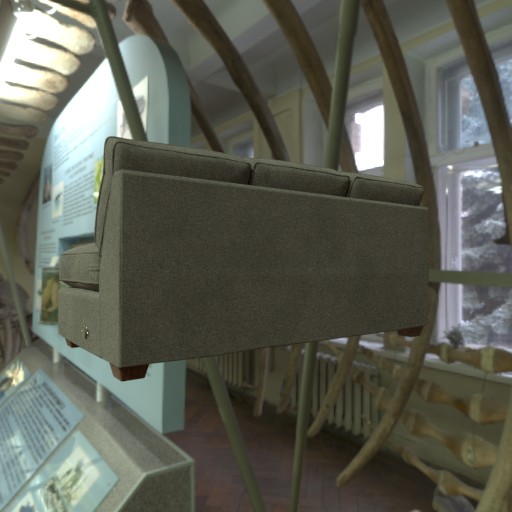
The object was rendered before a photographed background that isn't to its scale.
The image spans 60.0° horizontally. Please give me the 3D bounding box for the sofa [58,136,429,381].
[{"bbox_3d":[0.000,0.000,2.571,1.962,0.973,1.027,1,-1,-36],"label":"sofa"}]
